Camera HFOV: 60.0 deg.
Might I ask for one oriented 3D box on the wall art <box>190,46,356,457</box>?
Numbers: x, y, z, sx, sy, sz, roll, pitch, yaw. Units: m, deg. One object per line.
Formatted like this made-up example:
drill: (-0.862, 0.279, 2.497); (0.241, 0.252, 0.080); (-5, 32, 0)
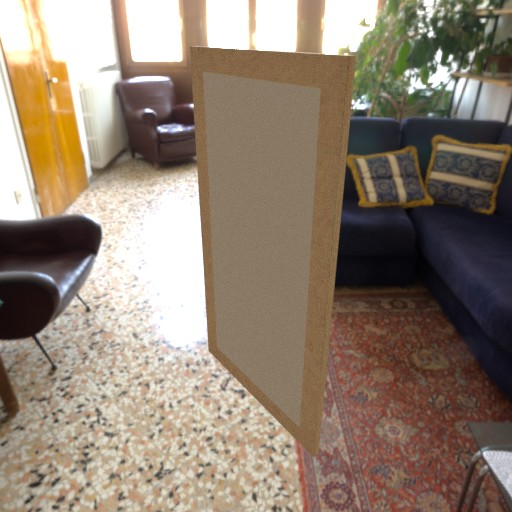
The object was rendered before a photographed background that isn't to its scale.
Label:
wall art: (0.000, 0.000, 0.810); (0.013, 0.683, 0.381); (-19, 33, -32)
